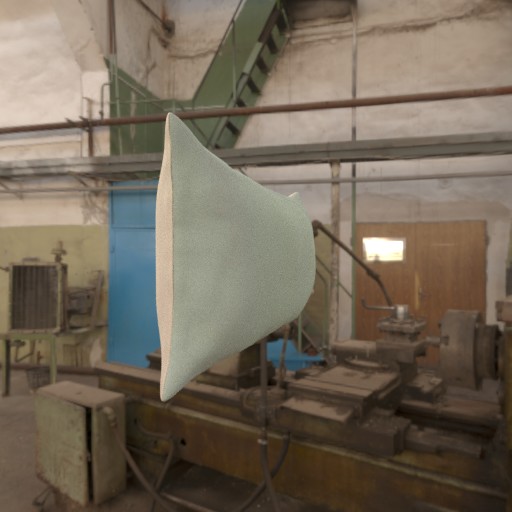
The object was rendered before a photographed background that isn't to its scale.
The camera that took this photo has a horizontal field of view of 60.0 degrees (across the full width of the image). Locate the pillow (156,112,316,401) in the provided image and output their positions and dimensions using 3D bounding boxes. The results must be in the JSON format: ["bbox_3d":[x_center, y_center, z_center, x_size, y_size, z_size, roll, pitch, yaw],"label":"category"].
[{"bbox_3d":[0.000,0.000,0.715,0.151,0.287,0.610,0,0,17],"label":"pillow"}]
